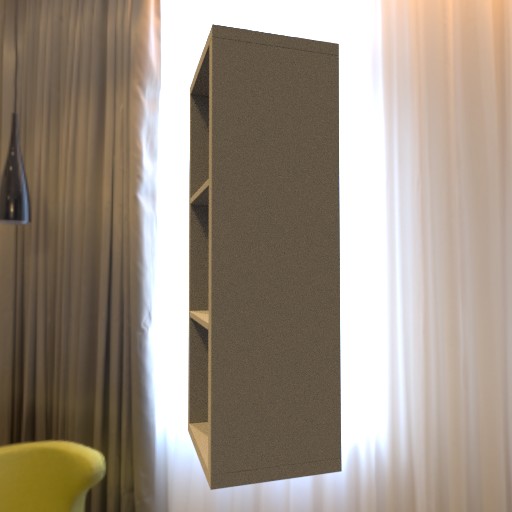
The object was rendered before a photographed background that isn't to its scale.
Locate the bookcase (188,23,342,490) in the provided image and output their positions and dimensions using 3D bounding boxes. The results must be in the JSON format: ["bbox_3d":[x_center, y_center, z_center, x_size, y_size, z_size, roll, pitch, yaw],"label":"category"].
[{"bbox_3d":[0.000,0.000,1.258,0.330,1.080,0.390,1,-2,-16],"label":"bookcase"}]
